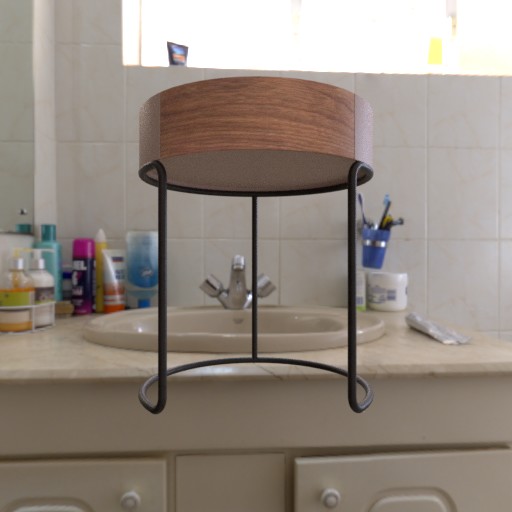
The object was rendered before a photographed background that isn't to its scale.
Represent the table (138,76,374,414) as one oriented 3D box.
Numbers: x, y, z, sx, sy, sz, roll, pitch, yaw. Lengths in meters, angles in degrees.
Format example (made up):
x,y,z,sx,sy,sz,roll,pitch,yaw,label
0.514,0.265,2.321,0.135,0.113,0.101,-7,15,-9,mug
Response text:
x,y,z,sx,sy,sz,roll,pitch,yaw,label
0.000,0.000,0.878,0.450,0.530,0.450,0,0,0,table
